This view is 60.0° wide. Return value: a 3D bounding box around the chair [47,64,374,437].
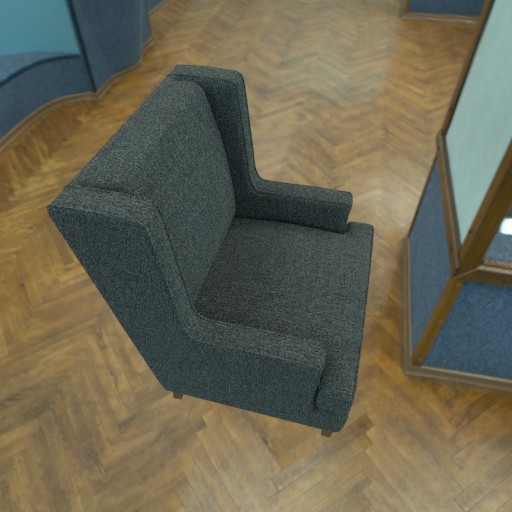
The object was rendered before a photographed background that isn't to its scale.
[{"bbox_3d":[0.000,0.000,1.780,0.927,1.082,0.942,11,47,10],"label":"chair"}]
